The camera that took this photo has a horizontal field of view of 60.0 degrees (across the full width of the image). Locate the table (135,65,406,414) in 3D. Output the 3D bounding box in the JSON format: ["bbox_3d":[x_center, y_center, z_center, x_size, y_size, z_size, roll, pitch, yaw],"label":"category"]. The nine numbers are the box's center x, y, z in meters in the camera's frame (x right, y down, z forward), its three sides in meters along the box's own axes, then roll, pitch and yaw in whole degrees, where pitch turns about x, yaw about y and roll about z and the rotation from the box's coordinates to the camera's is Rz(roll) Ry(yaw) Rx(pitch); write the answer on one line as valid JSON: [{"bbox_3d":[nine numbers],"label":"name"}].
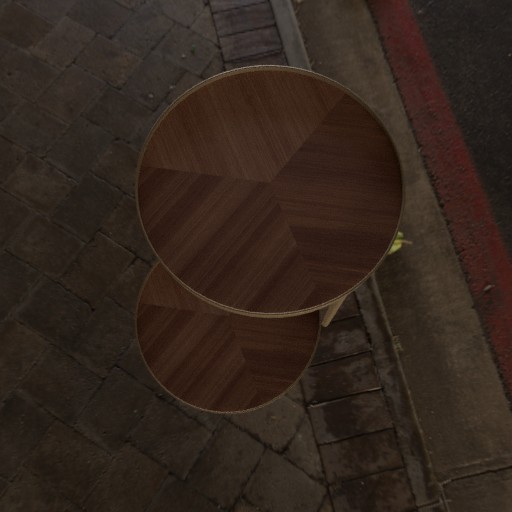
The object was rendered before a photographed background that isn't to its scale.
[{"bbox_3d":[0.000,0.000,1.118,0.532,0.555,0.751,19,76,5],"label":"table"}]
